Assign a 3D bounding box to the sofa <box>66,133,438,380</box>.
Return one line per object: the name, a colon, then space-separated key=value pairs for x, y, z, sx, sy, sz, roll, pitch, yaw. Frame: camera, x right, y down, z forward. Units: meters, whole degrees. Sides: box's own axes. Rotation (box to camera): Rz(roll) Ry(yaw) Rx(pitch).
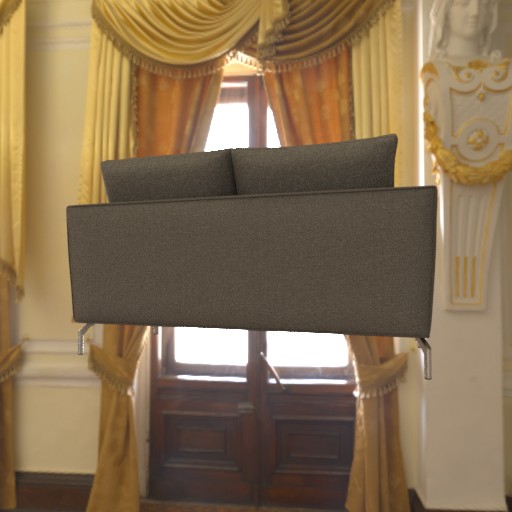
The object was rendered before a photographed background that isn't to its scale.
sofa: x=0.000 y=0.000 z=2.157 sx=1.594 sy=0.924 sz=0.803 roll=-1 pitch=-2 yaw=18
